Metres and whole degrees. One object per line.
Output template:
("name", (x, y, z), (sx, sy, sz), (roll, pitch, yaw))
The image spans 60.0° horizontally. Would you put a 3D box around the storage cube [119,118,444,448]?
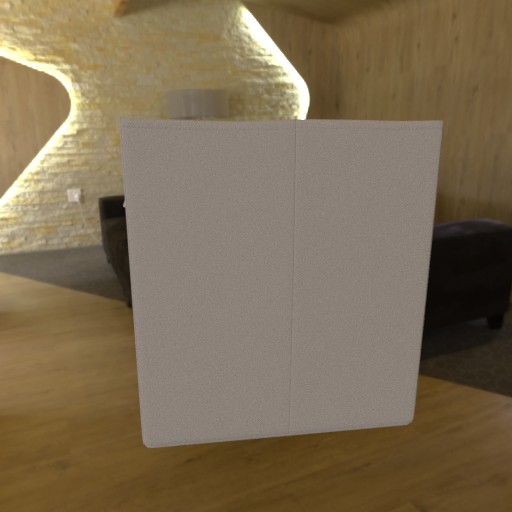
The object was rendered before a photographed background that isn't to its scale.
("storage cube", (0.000, 0.000, 0.495), (0.270, 0.280, 0.270), (-2, 15, -8))
